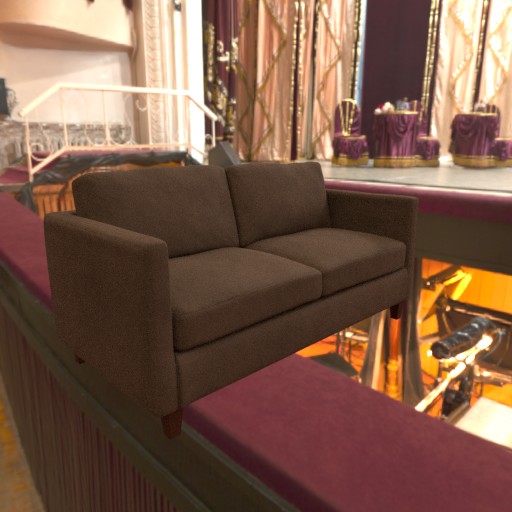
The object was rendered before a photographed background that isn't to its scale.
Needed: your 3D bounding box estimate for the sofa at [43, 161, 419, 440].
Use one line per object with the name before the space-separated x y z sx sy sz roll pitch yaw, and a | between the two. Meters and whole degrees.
sofa | 0.000 0.000 2.410 1.884 0.963 0.950 -13 19 -42
